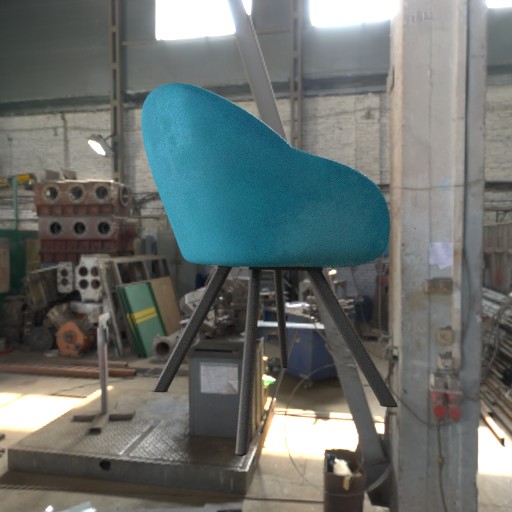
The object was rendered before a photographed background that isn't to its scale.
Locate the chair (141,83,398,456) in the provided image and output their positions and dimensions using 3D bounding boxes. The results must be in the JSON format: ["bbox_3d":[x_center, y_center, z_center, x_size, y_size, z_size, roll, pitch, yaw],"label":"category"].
[{"bbox_3d":[0.000,0.000,1.202,0.590,0.795,0.550,-1,2,-34],"label":"chair"}]
